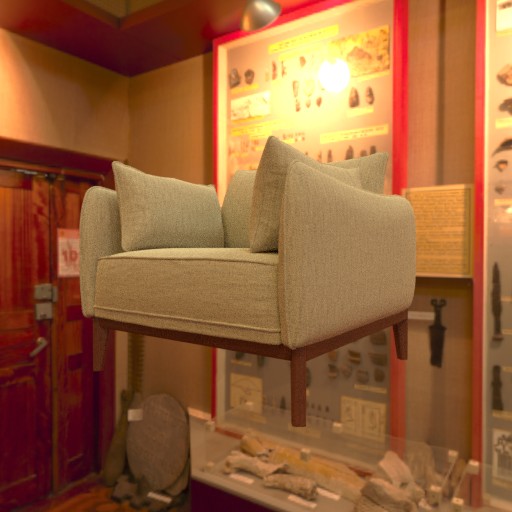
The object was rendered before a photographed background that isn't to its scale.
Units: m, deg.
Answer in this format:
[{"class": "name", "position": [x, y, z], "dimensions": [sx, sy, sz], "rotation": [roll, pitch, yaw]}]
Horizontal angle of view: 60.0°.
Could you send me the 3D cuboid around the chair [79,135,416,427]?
[{"class": "chair", "position": [0.000, 0.000, 1.735], "dimensions": [0.994, 0.855, 0.991], "rotation": [1, 1, 36]}]
